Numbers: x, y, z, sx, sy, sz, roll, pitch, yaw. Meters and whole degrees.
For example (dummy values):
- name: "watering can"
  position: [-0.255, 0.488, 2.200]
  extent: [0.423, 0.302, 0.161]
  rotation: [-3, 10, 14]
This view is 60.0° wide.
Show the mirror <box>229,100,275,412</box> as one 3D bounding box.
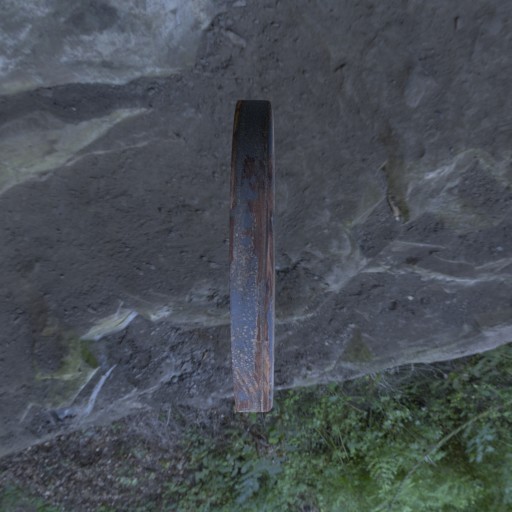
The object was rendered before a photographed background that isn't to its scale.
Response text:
- name: "mirror"
  position: [0.000, 0.000, 0.880]
  extent: [0.061, 0.585, 0.585]
  rotation: [0, 91, 1]
